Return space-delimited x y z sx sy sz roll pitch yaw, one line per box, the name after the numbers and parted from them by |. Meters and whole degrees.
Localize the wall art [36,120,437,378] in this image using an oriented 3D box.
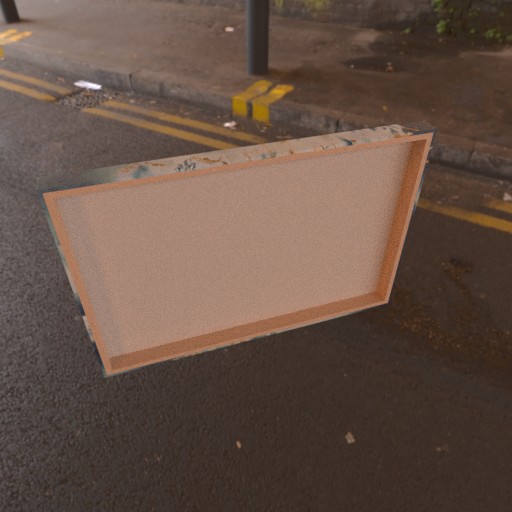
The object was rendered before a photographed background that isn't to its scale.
0.000 0.000 0.786 0.607 0.405 0.036 -12 41 -14 | wall art
